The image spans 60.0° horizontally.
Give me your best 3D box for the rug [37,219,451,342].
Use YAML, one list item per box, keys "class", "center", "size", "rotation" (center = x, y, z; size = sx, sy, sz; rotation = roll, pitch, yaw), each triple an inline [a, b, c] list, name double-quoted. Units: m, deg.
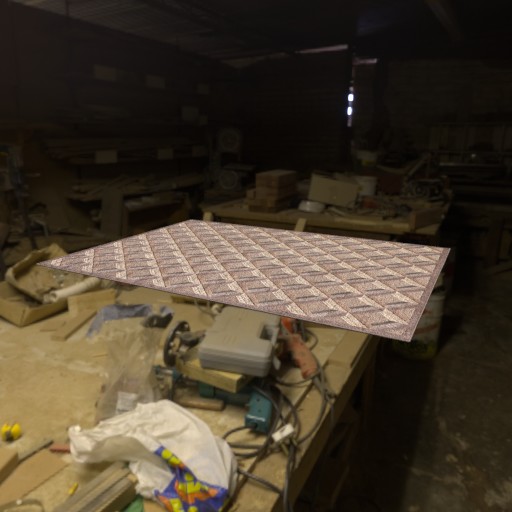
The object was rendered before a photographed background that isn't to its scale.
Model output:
- class: "rug"
  center: [0.000, 0.000, 4.316]
  size: [3.294, 0.018, 2.382]
  rotation: [8, 18, 27]
